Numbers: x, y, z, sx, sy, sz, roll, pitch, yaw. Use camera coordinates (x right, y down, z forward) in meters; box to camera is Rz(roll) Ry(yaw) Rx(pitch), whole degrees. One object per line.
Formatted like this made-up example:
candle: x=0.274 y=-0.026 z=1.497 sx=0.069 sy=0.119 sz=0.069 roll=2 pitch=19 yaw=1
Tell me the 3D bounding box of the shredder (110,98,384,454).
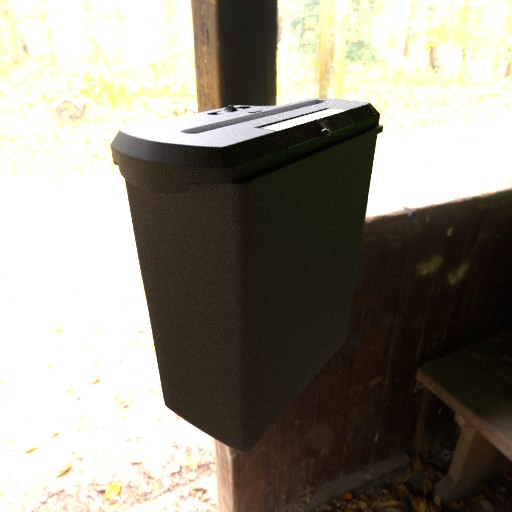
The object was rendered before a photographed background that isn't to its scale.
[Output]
shredder: x=0.000 y=0.000 z=0.522 sx=0.170 sy=0.335 sz=0.320 roll=18 pitch=32 yaw=31
